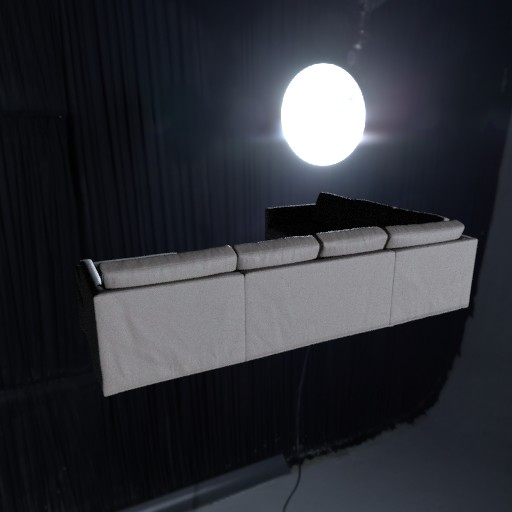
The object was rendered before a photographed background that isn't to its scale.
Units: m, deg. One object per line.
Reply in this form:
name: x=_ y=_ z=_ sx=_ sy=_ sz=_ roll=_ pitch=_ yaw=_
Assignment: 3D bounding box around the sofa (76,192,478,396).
sofa: x=0.000 y=0.000 z=4.519 sx=3.460 sy=0.882 sz=2.427 roll=-8 pitch=18 yaw=-25
